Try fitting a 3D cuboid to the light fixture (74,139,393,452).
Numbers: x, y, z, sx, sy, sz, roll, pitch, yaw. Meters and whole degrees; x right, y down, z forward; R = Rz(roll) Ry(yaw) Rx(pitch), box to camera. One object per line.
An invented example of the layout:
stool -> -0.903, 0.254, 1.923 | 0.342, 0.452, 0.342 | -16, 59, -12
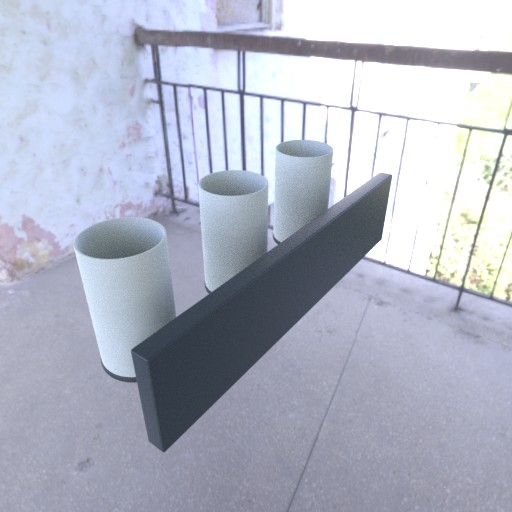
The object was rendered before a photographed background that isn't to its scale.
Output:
light fixture -> 0.000, 0.000, 0.529 | 0.145, 0.172, 0.451 | 21, 37, 31
